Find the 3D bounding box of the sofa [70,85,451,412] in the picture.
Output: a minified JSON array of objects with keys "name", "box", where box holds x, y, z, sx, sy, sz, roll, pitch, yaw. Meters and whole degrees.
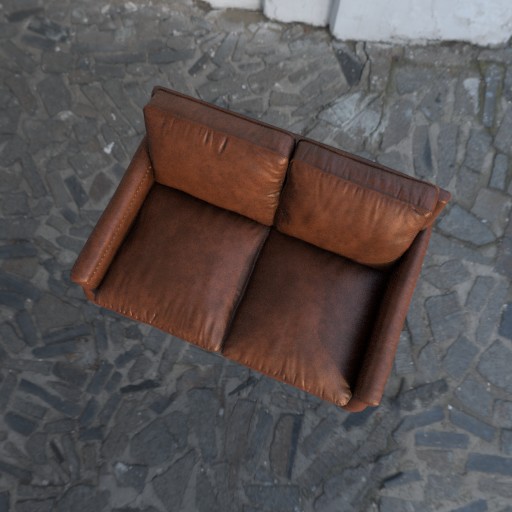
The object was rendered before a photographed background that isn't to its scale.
[{"name":"sofa","box":[0.000,0.000,2.305,1.628,1.003,1.083,22,76,5]}]
